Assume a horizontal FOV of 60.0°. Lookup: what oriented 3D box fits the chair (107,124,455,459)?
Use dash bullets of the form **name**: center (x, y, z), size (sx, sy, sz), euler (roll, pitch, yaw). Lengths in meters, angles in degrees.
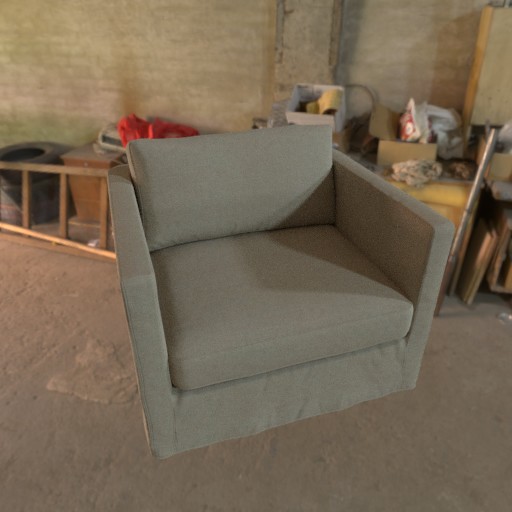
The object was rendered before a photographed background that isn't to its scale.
- **chair**: center (0.000, 0.000, 1.750), size (1.057, 0.863, 0.949), euler (-10, 32, -16)
